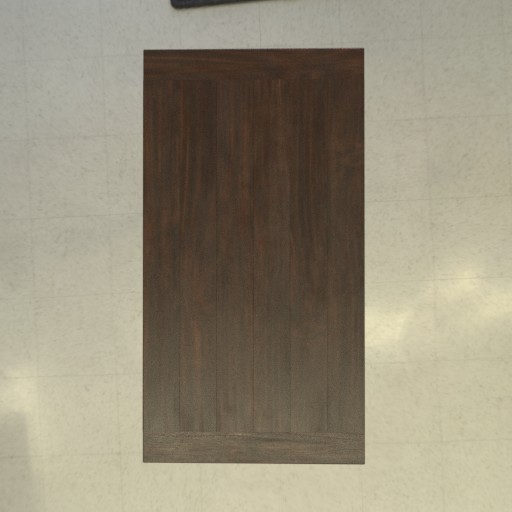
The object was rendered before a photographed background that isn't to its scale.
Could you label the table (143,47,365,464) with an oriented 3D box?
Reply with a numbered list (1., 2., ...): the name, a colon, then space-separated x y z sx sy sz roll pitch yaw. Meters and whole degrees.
1. table: 0.000 0.000 1.599 0.700 0.494 1.270 0 90 1
